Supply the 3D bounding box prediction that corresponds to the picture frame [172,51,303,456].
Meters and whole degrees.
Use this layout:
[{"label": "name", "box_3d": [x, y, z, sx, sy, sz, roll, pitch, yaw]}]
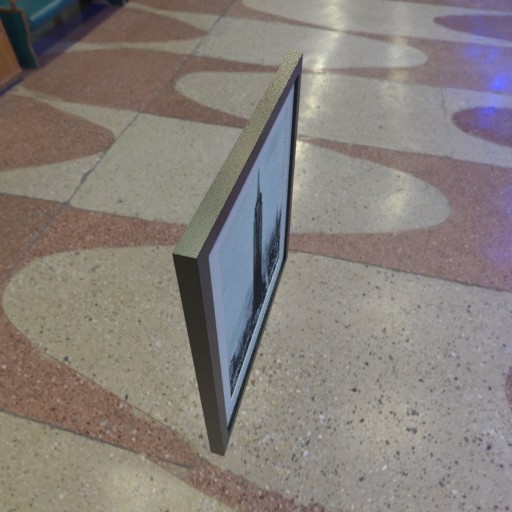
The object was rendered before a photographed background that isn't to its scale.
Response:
[{"label": "picture frame", "box_3d": [0.000, 0.000, 0.852, 0.029, 0.557, 0.559, 11, 47, 11]}]
